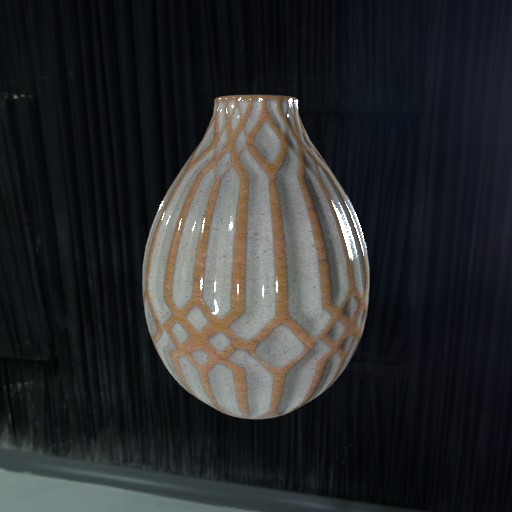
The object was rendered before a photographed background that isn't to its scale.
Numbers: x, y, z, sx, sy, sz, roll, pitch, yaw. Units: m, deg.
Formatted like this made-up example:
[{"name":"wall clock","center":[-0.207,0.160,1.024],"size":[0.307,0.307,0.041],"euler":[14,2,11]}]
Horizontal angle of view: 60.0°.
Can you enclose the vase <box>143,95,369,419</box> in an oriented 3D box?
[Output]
[{"name":"vase","center":[0.000,0.000,0.260],"size":[0.131,0.175,0.131],"euler":[0,15,0]}]
